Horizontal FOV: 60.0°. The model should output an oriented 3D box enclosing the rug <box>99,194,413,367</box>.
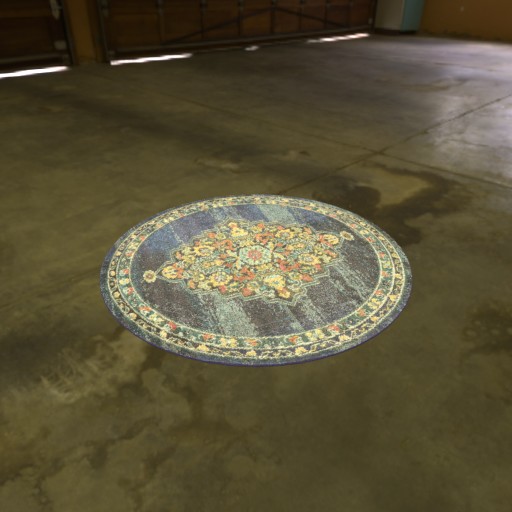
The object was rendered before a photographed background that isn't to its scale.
[{"bbox_3d":[0.000,0.000,2.350,1.591,0.010,1.591,0,32,0],"label":"rug"}]
